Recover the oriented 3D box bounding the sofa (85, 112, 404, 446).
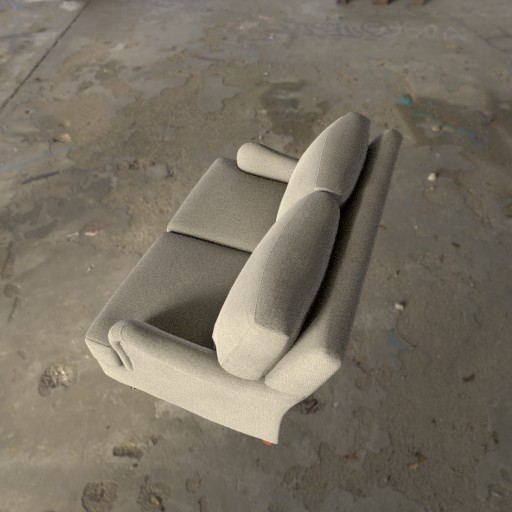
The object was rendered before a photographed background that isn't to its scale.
[{"bbox_3d":[0.000,0.000,2.212,1.087,0.999,1.480,15,48,14],"label":"sofa"}]
